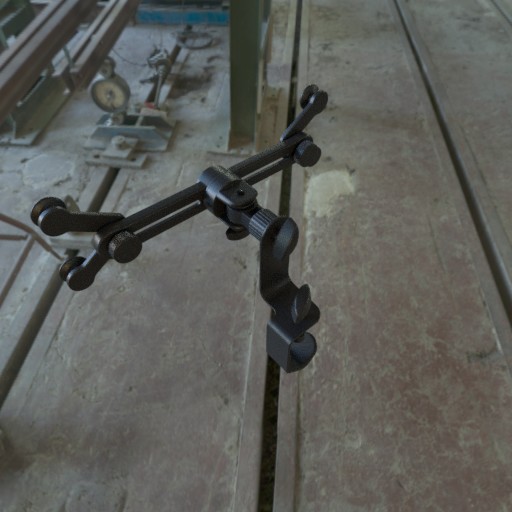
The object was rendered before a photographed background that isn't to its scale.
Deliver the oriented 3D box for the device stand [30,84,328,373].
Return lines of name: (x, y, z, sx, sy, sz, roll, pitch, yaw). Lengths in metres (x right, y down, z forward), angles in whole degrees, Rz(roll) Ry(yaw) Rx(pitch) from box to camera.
device stand: (0.000, 0.000, 0.367, 0.270, 0.166, 0.142, -32, 54, -26)
